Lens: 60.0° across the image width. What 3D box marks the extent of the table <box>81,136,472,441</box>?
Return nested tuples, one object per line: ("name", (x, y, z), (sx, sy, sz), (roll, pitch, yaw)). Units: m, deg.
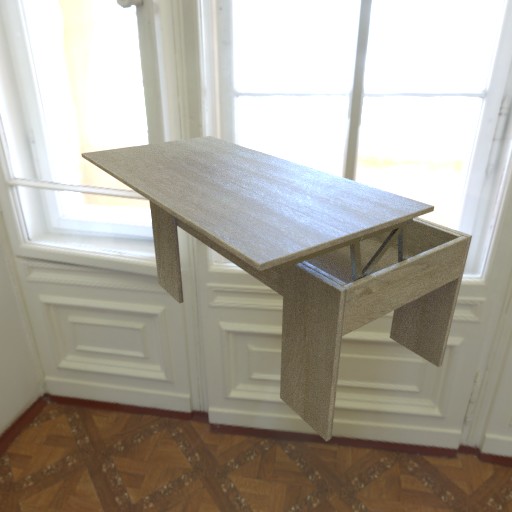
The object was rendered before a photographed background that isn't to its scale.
("table", (0.000, 0.000, 1.424), (0.711, 0.570, 1.000), (-18, 31, -32))
